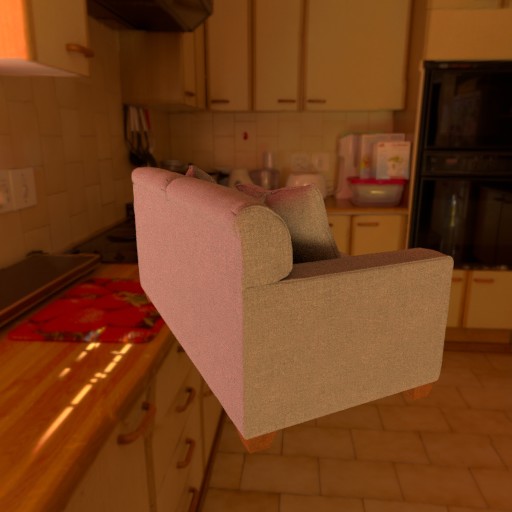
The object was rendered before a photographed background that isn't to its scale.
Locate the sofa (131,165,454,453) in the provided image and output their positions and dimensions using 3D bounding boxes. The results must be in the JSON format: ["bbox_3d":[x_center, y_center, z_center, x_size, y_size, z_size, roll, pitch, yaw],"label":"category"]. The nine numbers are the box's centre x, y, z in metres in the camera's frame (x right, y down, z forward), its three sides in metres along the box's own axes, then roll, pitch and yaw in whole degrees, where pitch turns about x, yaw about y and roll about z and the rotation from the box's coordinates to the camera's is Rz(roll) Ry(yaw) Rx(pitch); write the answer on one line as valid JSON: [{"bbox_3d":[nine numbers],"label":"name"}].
[{"bbox_3d":[0.000,0.000,2.450,1.000,0.958,1.846,-7,17,-24],"label":"sofa"}]
